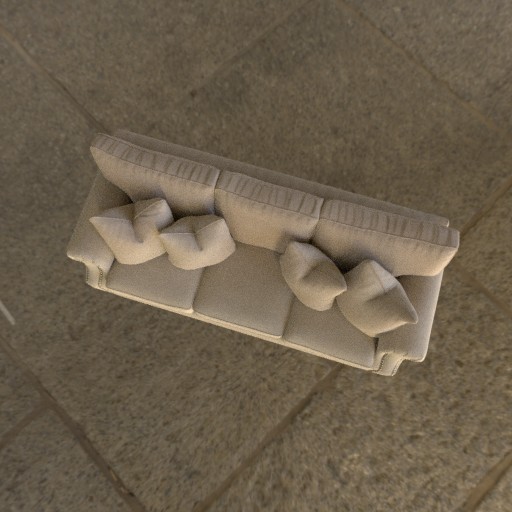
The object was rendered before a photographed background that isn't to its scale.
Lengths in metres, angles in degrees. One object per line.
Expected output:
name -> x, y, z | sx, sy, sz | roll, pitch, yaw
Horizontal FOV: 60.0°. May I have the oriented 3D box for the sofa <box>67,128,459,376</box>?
sofa -> 0.000, 0.000, 2.889 | 2.312, 0.975, 0.965 | 16, 76, 4
